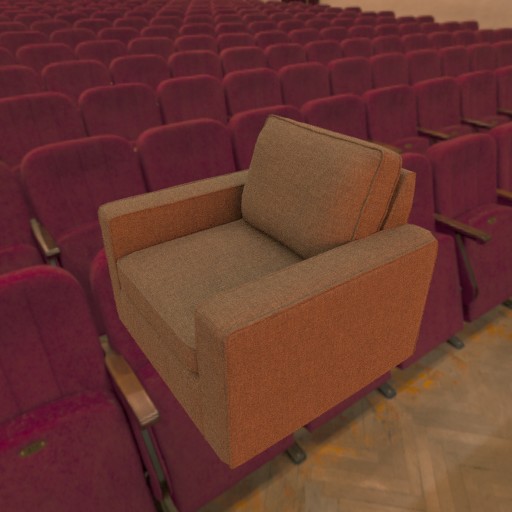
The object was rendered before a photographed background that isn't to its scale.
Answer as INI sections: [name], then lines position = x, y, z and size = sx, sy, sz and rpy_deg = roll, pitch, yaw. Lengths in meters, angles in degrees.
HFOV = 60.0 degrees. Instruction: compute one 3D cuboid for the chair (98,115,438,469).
[chair]
position = 0.000, 0.000, 1.762
size = 0.940, 0.914, 1.016
rpy_deg = -20, 36, -30
